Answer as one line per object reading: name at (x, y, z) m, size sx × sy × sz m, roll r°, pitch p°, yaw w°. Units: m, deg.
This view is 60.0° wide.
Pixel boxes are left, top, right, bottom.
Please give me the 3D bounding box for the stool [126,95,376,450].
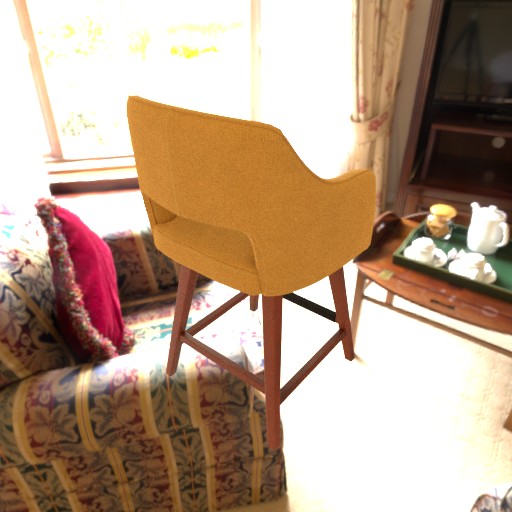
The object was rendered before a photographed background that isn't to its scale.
stool at (0.000, 0.000, 1.270) m, size 0.548 × 0.924 × 0.558 m, roll 23°, pitch 39°, yaw 32°
